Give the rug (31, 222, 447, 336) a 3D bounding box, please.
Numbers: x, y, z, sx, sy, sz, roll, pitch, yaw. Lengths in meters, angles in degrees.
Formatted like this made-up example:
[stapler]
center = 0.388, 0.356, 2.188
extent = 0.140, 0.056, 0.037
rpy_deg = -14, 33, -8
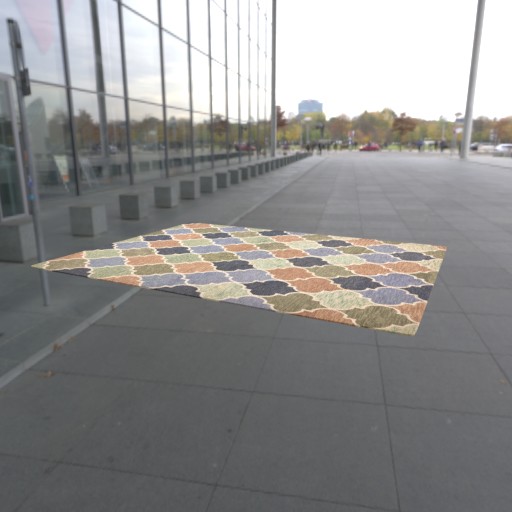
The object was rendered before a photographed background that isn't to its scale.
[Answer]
[rug]
center = 0.000, 0.000, 4.223
extent = 3.200, 0.013, 2.439
rpy_deg = 7, 16, 26
